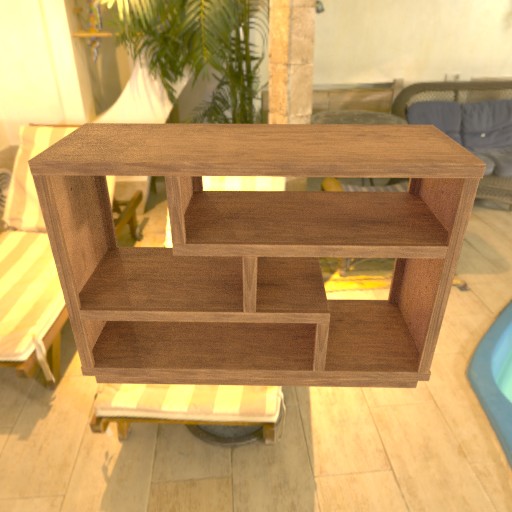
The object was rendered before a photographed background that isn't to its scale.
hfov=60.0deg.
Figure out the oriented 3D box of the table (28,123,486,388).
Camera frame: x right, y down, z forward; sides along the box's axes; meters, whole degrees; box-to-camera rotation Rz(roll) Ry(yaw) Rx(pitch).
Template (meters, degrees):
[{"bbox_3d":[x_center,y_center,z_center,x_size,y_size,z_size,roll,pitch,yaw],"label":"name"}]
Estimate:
[{"bbox_3d":[0.000,0.000,1.476,1.151,0.771,0.410,1,30,1],"label":"table"}]
